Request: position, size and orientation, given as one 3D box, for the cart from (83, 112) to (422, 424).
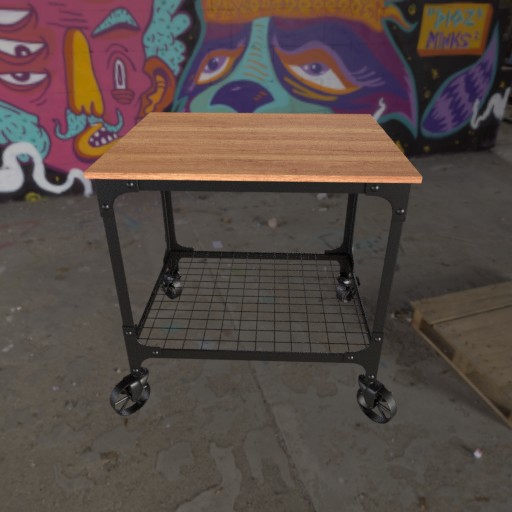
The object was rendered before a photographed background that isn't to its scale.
[{"bbox_3d":[0.000,0.000,1.126,0.666,0.603,0.558,1,30,2],"label":"cart"}]
